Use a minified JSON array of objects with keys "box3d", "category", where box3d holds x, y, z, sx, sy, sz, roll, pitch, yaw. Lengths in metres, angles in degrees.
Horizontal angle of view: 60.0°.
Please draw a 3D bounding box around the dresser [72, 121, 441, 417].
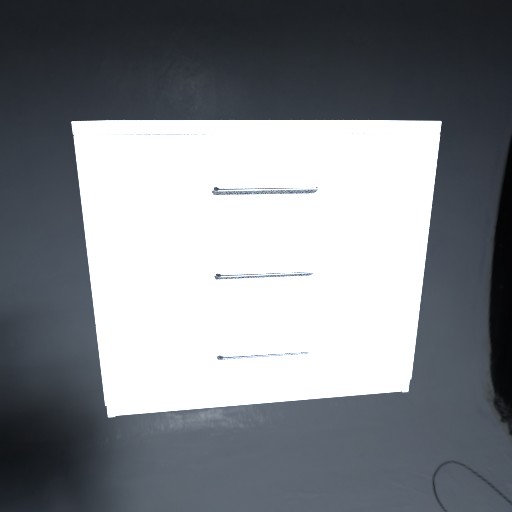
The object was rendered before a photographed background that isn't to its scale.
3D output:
[{"box3d":[0.000,0.000,1.271,0.830,0.740,0.420,-2,17,-8],"category":"dresser"}]
